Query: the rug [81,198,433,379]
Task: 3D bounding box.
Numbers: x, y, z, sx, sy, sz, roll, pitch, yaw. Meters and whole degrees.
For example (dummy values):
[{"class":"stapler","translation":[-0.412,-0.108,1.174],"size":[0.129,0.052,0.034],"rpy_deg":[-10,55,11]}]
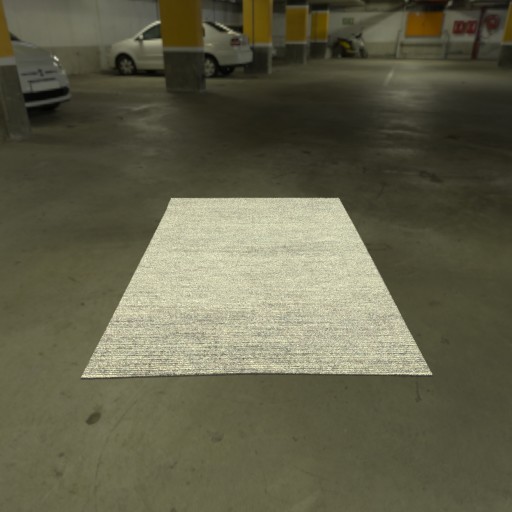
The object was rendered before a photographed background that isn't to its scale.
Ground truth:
[{"class":"rug","translation":[0.000,0.000,2.249],"size":[1.159,0.021,1.789],"rpy_deg":[0,26,0]}]
